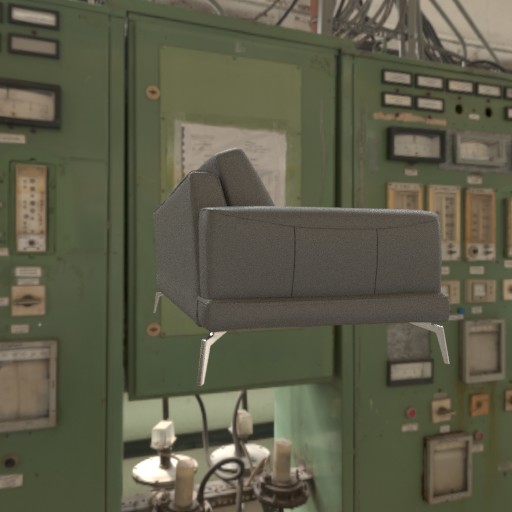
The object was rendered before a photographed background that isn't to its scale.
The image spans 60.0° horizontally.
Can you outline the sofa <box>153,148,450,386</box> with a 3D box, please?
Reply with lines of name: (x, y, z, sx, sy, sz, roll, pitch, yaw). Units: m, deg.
sofa: (0.000, 0.000, 2.757, 1.121, 0.930, 2.177, 0, 0, -17)
